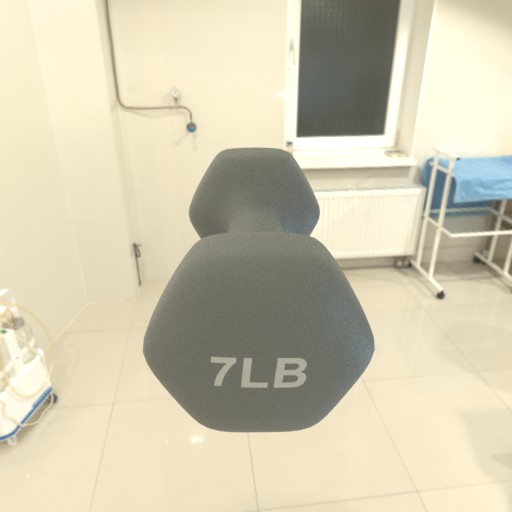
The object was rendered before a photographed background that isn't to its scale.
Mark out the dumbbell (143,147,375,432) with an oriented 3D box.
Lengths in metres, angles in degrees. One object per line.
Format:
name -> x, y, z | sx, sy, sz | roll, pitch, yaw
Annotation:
dumbbell -> 0.000, 0.000, 0.237 | 0.090, 0.081, 0.184 | 0, 26, 0
